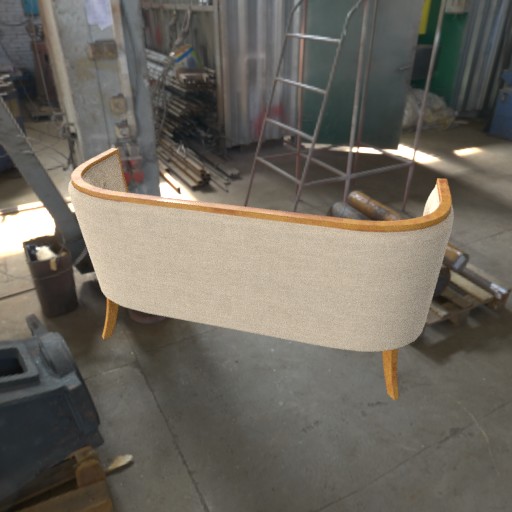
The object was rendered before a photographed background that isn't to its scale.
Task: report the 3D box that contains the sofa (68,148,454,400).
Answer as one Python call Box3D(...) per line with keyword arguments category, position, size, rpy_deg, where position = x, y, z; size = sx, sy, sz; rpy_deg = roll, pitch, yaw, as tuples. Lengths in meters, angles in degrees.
Box3D(category="sofa", position=(0.000, 0.000, 1.951), size=(1.474, 0.775, 0.770), rpy_deg=(8, 31, 14))
